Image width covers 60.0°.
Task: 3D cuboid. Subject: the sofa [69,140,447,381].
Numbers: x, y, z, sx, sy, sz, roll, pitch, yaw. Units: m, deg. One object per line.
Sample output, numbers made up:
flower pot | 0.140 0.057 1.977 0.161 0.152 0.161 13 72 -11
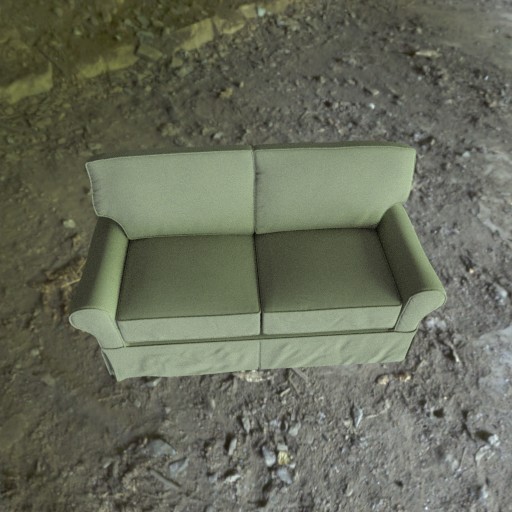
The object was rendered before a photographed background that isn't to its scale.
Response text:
sofa | 0.000 0.000 2.401 1.823 1.024 0.841 -3 46 -3
